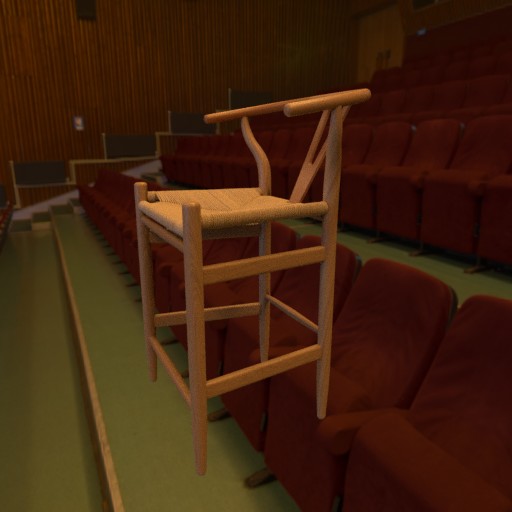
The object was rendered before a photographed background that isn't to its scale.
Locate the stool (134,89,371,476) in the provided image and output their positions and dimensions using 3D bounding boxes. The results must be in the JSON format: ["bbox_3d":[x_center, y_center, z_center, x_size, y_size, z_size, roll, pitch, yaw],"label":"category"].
[{"bbox_3d":[0.000,0.000,1.290,0.575,0.923,0.536,-7,16,-25],"label":"stool"}]
